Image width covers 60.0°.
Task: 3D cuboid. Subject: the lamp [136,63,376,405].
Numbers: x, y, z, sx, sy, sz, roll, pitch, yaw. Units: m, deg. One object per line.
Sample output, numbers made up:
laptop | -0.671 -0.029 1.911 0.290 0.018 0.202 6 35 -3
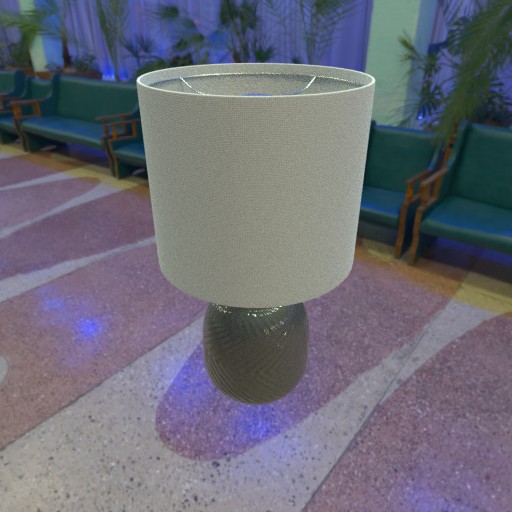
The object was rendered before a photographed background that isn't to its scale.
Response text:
lamp | 0.000 0.000 0.483 0.207 0.366 0.207 22 36 33
